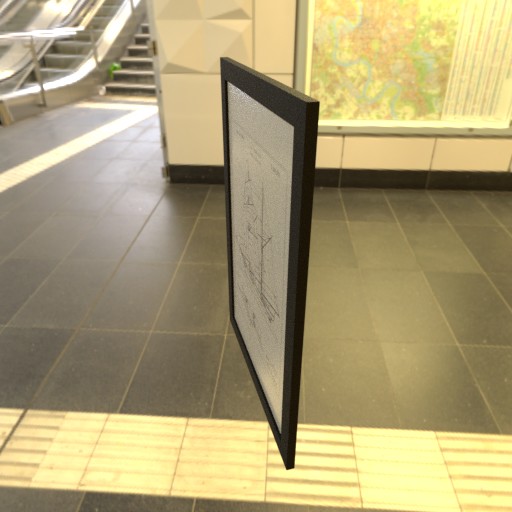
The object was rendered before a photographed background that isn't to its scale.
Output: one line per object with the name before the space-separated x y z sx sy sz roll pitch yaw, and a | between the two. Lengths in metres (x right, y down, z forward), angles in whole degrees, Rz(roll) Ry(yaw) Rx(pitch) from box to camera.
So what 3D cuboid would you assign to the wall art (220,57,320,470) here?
wall art | 0.000 0.000 0.596 0.011 0.459 0.326 -8 31 -14
